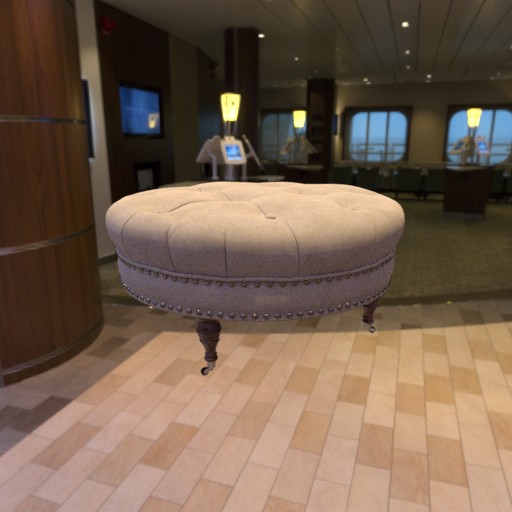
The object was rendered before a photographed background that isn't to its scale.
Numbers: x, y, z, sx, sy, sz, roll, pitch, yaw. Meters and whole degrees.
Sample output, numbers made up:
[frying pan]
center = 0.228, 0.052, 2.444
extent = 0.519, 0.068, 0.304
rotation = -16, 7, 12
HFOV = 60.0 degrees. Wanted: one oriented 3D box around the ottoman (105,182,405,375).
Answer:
[ottoman]
center = 0.000, 0.000, 1.435
extent = 0.901, 0.439, 0.901
rotation = 0, 15, 0
